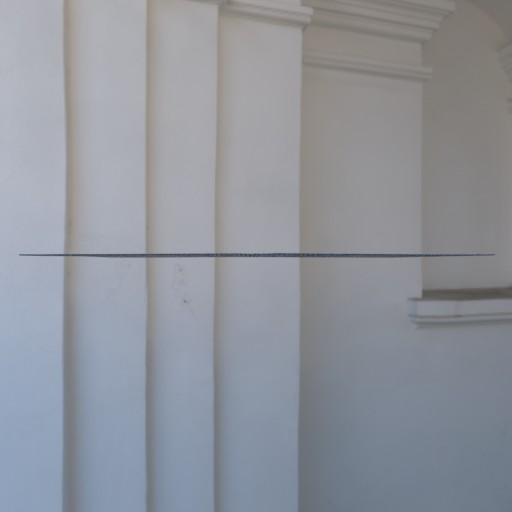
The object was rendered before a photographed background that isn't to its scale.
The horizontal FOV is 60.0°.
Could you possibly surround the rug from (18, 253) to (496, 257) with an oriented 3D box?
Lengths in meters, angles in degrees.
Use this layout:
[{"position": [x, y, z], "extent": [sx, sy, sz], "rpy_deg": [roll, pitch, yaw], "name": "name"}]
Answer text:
[{"position": [0.000, 0.000, 2.166], "extent": [1.740, 0.010, 1.135], "rpy_deg": [0, -1, -1], "name": "rug"}]
